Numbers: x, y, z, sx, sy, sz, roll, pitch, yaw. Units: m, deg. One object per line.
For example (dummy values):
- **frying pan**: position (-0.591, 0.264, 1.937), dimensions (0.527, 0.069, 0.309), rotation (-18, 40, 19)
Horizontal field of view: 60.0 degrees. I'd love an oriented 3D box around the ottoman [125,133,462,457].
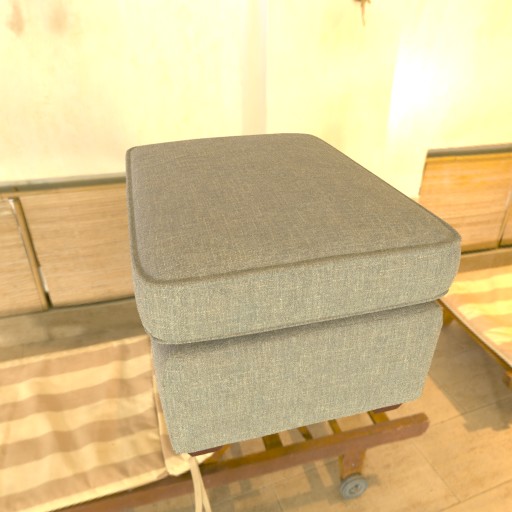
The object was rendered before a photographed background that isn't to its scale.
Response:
- **ottoman**: position (0.000, 0.000, 1.070), dimensions (0.559, 0.457, 0.762), rotation (-8, 31, -13)
